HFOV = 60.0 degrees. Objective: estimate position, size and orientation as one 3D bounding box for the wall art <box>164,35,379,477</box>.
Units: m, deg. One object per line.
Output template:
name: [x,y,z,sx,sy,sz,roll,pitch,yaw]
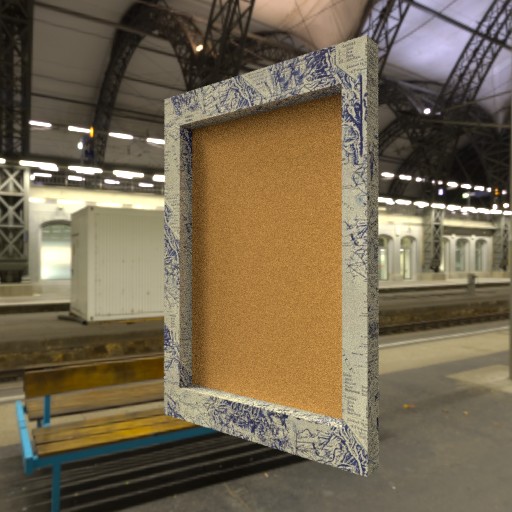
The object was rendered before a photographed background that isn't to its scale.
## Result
wall art: [0.000,0.000,0.462,0.255,0.376,0.025,0,-1,37]
